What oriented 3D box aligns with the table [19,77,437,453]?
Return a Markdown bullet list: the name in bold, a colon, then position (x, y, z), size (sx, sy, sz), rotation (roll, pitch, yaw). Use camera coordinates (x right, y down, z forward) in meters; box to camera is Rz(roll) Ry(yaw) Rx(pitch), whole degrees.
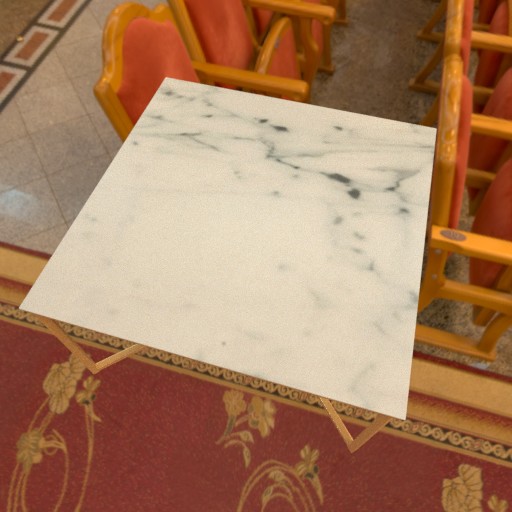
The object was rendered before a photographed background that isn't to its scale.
- **table**: position (0.000, 0.000, 1.261), size (0.800, 0.450, 0.800), rotation (14, 59, 9)
